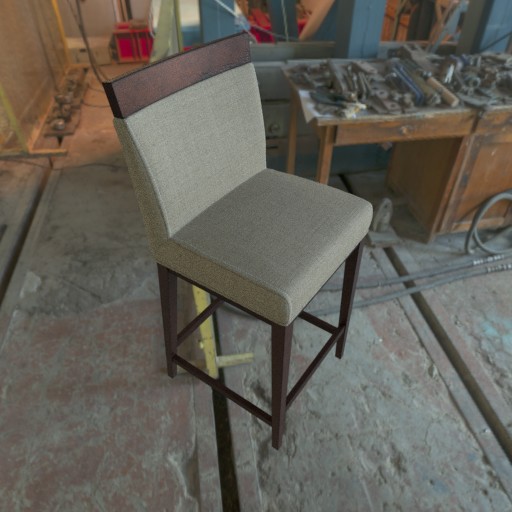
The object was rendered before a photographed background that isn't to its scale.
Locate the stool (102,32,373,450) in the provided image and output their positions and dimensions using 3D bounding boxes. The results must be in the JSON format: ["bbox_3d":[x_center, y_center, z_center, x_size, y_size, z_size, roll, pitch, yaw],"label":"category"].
[{"bbox_3d":[0.000,0.000,1.242,0.480,1.011,0.463,25,47,26],"label":"stool"}]
